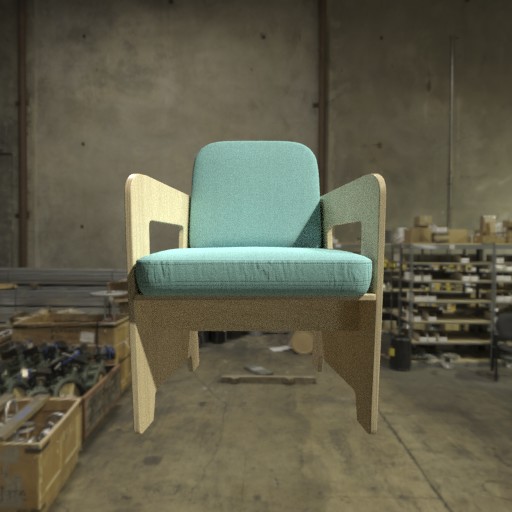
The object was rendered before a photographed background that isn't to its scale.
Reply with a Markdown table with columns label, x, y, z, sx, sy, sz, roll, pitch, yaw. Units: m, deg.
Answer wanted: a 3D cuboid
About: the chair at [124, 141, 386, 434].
| label | x | y | z | sx | sy | sz | roll | pitch | yaw |
| --- | --- | --- | --- | --- | --- | --- | --- | --- | --- |
| chair | 0.000 | 0.000 | 1.281 | 0.590 | 0.800 | 0.710 | 0 | 1 | 0 |
